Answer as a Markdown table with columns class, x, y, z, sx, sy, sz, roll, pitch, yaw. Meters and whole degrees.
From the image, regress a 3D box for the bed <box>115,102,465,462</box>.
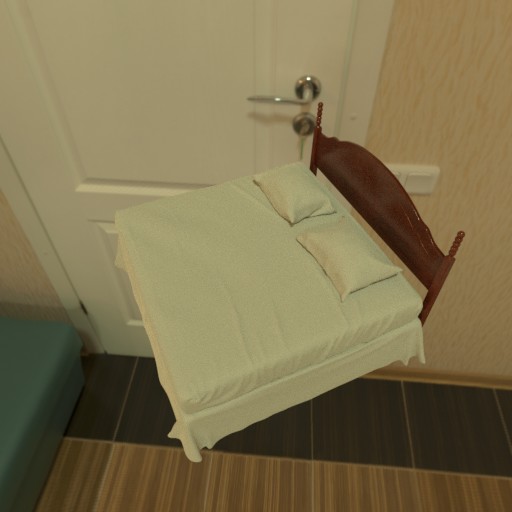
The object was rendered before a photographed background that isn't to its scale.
| class | x | y | z | sx | sy | sz | roll | pitch | yaw |
| --- | --- | --- | --- | --- | --- | --- | --- | --- | --- |
| bed | 0.000 | 0.000 | 3.683 | 2.219 | 1.355 | 2.322 | -18 | 50 | -16 |
